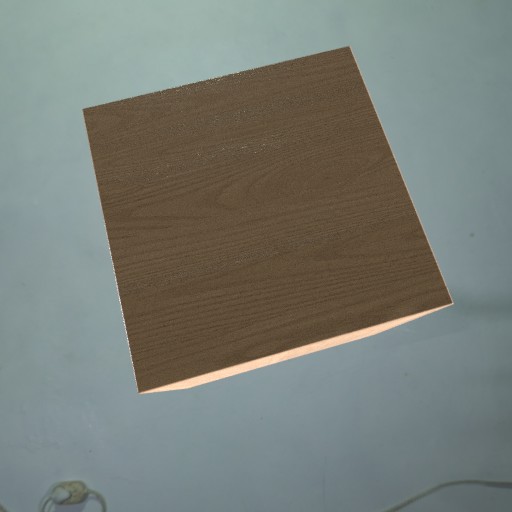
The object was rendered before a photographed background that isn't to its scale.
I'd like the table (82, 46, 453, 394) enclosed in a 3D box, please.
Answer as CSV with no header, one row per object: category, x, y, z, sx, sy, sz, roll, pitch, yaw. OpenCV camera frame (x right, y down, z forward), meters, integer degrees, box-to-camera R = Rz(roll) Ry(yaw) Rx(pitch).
table,0.000,0.000,0.853,0.400,0.550,0.400,-15,75,-4
